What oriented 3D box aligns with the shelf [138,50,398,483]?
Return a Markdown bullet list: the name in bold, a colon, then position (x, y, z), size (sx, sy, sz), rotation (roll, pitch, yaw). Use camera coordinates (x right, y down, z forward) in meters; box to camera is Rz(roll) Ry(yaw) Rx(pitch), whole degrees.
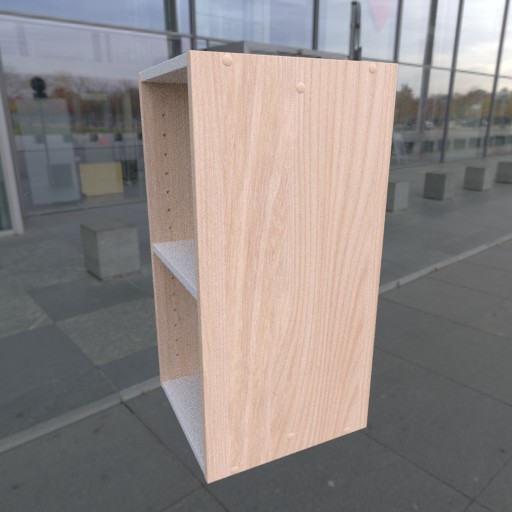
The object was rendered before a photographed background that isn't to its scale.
- **shelf**: position (0.000, 0.000, 0.760), size (0.297, 0.594, 0.290), rotation (-8, 19, -24)
